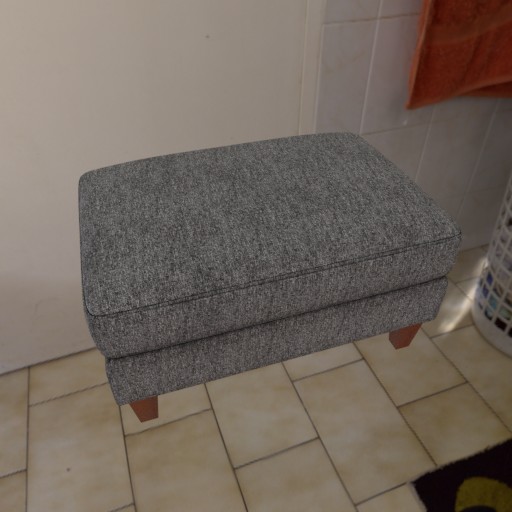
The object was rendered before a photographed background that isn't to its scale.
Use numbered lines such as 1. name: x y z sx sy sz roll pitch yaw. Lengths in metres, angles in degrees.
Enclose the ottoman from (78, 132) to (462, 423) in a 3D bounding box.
1. ottoman: 0.000 0.000 1.226 0.864 0.483 0.584 -12 42 -14
